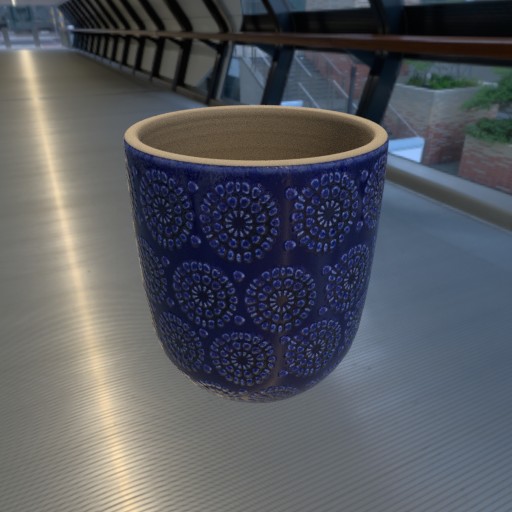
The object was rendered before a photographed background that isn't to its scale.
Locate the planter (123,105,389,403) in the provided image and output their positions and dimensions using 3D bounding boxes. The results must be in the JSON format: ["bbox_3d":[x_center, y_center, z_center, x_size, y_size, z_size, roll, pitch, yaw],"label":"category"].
[{"bbox_3d":[0.000,0.000,0.360,0.184,0.206,0.184,0,28,0],"label":"planter"}]
